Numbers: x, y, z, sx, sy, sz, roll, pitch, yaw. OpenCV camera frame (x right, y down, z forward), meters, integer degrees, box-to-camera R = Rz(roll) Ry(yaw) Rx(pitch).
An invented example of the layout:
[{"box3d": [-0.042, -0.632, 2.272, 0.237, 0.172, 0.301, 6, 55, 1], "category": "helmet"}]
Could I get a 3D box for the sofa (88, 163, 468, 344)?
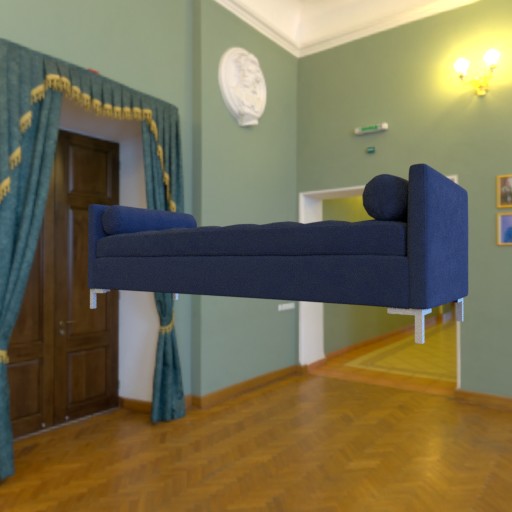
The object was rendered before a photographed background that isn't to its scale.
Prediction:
[{"box3d": [0.000, 0.000, 2.512, 2.102, 0.657, 0.797, 0, -1, 36], "category": "sofa"}]
